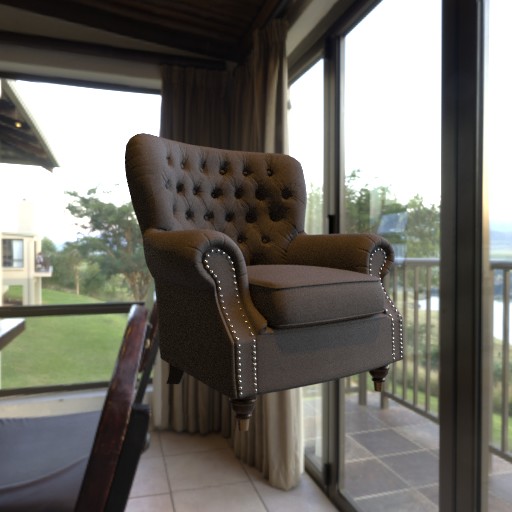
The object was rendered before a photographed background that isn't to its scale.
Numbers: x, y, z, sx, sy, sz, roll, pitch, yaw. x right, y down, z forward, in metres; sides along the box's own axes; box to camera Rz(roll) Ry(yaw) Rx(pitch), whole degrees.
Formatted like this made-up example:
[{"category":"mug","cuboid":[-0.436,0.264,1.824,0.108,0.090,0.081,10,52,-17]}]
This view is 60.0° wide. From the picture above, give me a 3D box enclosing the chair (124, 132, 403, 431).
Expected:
[{"category":"chair","cuboid":[0.000,0.000,1.850,0.983,1.046,0.983,-1,2,-35]}]
